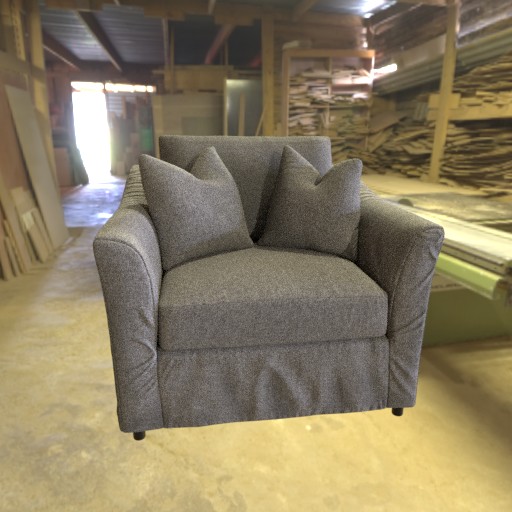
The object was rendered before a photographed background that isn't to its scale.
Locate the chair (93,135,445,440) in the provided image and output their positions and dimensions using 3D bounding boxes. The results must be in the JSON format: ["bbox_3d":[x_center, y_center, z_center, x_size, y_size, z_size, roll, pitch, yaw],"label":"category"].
[{"bbox_3d":[0.000,0.000,2.003,1.194,1.059,1.071,-2,15,-8],"label":"chair"}]
